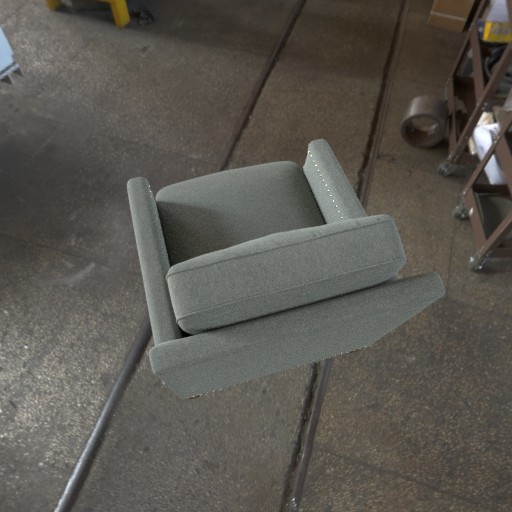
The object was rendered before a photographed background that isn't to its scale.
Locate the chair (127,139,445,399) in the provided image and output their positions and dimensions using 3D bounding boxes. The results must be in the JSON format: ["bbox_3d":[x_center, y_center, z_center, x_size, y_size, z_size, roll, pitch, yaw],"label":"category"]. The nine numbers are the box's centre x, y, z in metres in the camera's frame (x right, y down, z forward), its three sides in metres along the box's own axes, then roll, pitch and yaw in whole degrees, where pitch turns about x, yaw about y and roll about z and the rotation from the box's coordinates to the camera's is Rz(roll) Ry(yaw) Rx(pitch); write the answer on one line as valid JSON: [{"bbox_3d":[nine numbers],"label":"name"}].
[{"bbox_3d":[0.000,0.000,1.811,0.885,1.031,1.031,-14,59,-9],"label":"chair"}]
